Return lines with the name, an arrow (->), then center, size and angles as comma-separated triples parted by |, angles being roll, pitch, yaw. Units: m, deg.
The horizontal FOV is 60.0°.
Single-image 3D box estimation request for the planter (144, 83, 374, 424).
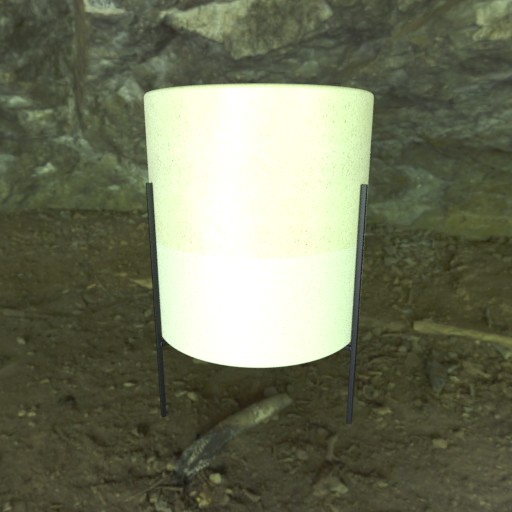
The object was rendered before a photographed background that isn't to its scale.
planter -> 0.000, 0.000, 0.704 | 0.333, 0.483, 0.324 | -8, 17, -26
